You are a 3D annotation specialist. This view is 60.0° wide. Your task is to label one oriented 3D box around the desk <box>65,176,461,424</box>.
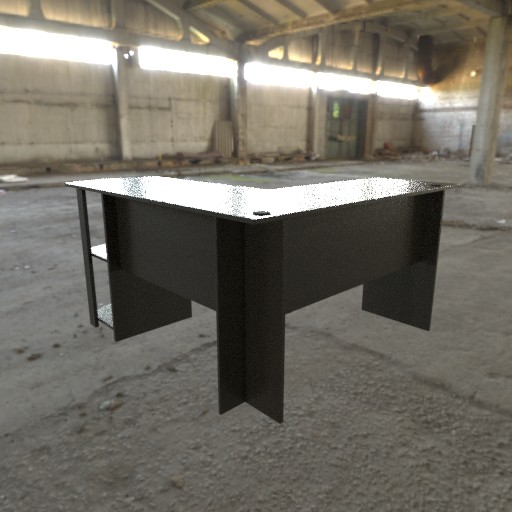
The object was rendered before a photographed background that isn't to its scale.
[{"bbox_3d":[0.000,0.000,2.173,1.303,0.716,1.361,-14,20,-42],"label":"desk"}]
